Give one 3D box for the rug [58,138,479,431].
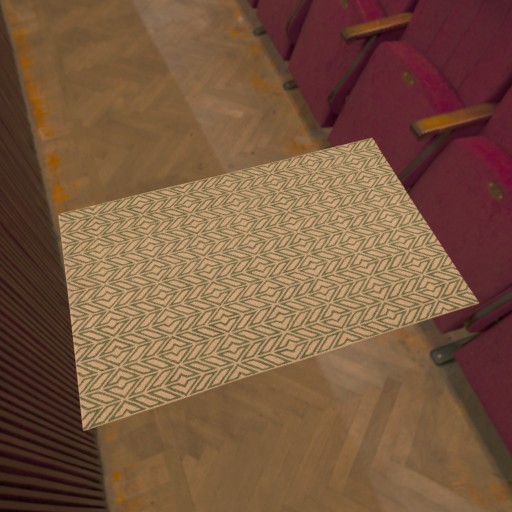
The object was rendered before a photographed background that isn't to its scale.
[{"bbox_3d":[0.000,0.000,2.943,2.435,0.011,1.517,-15,60,-9],"label":"rug"}]
